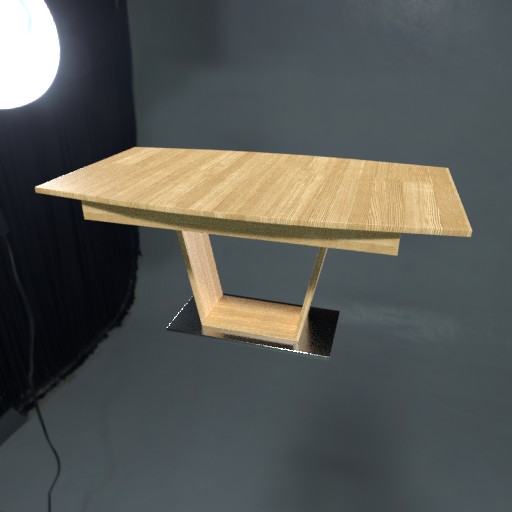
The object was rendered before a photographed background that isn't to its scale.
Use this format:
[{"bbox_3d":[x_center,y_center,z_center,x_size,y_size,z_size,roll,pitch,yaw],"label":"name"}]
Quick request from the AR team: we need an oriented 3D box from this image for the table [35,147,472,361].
[{"bbox_3d":[0.000,0.000,2.048,1.598,0.748,0.900,7,27,15],"label":"table"}]
